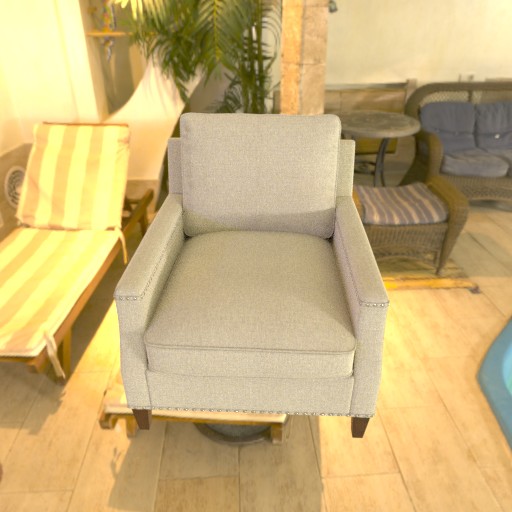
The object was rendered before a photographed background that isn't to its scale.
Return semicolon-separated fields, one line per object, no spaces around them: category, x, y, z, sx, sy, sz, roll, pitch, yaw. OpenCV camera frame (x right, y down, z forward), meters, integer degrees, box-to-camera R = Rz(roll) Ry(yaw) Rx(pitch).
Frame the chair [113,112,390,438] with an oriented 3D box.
chair;0.000;0.000;1.748;0.853;0.943;1.014;1;30;2
